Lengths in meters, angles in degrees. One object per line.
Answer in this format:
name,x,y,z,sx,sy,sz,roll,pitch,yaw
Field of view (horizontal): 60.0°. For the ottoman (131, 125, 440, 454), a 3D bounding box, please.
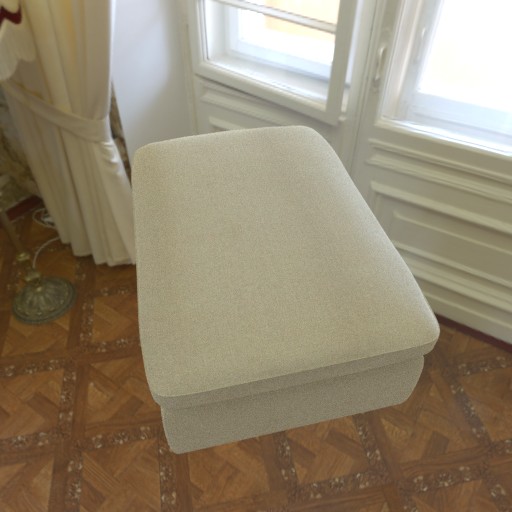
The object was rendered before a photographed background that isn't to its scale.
ottoman,0.000,0.000,1.373,0.686,0.453,0.984,-9,46,-9
